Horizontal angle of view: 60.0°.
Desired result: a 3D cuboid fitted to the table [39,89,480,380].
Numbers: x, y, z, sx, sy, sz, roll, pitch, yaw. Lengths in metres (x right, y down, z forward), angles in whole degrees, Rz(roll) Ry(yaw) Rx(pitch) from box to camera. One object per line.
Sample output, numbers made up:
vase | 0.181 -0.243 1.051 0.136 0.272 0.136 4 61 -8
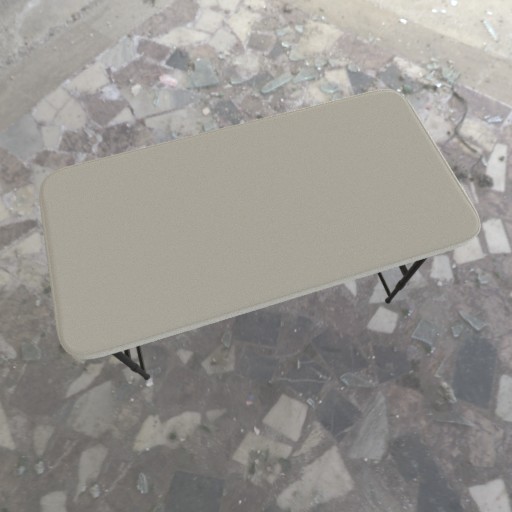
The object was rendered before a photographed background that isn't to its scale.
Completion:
table | 0.000 0.000 1.643 1.219 0.737 0.610 -16 66 -7
